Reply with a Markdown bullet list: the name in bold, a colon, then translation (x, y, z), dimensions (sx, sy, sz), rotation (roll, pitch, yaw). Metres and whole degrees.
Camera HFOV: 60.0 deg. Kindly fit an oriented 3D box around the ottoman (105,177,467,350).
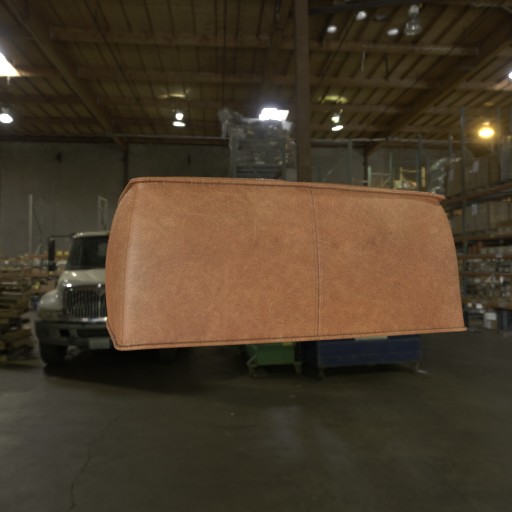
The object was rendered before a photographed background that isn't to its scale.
- **ottoman**: translation (0.000, 0.000, 1.401), dimensions (0.901, 0.395, 0.902), rotation (0, -1, -18)
